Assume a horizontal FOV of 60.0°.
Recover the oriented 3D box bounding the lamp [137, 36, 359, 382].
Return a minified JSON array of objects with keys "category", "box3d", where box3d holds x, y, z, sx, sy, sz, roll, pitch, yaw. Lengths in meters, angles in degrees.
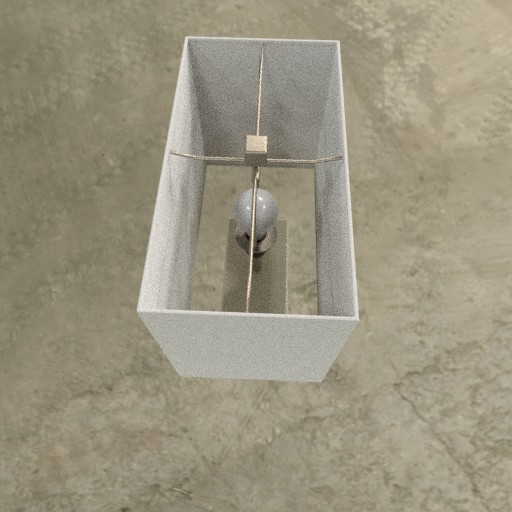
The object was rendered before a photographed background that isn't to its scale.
[{"category":"lamp","box3d":[0.000,0.000,0.701,0.200,0.515,0.380,2,62,1]}]
